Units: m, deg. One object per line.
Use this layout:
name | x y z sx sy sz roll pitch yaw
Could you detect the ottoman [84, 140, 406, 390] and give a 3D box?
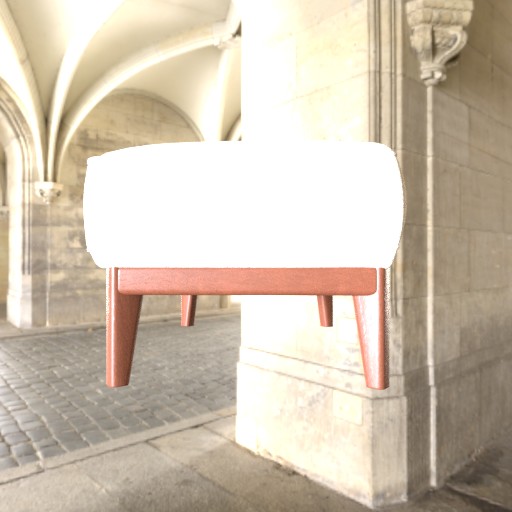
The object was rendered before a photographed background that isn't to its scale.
ottoman | 0.000 0.000 1.142 0.594 0.465 0.794 0 0 2
